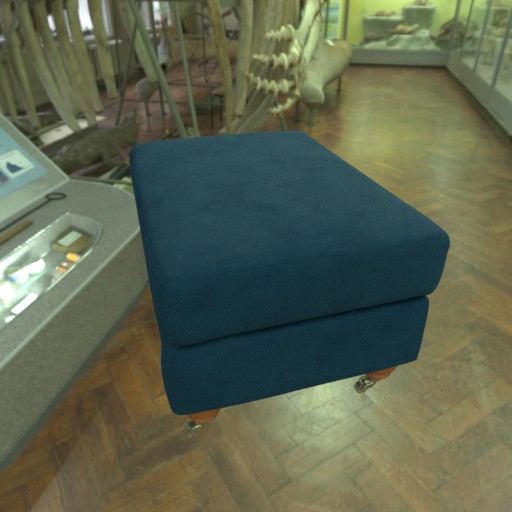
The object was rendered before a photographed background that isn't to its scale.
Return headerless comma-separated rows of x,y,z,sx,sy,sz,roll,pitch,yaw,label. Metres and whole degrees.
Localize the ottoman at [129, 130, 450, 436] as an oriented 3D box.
0.000,0.000,1.168,0.572,0.503,0.773,-9,32,-14,ottoman
